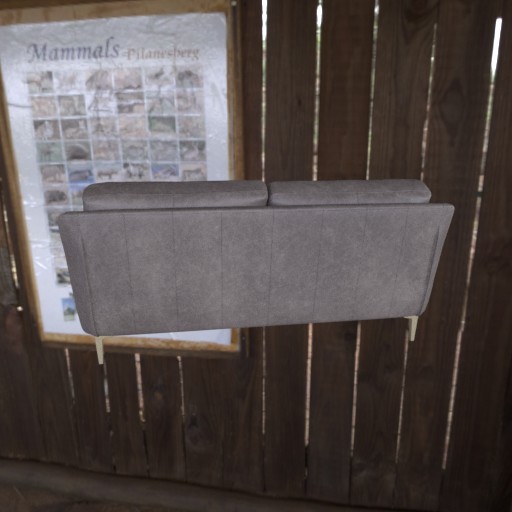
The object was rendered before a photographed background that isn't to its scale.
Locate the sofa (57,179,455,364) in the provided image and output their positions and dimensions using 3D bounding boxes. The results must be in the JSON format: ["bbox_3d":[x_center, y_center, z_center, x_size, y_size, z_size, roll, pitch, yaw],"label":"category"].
[{"bbox_3d":[0.000,0.000,2.551,2.036,0.902,0.960,-2,14,-9],"label":"sofa"}]
